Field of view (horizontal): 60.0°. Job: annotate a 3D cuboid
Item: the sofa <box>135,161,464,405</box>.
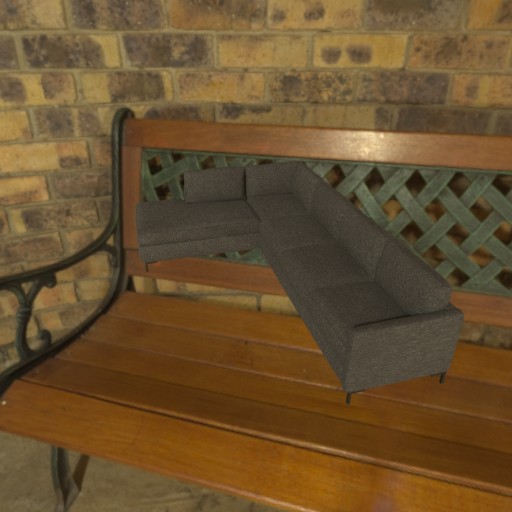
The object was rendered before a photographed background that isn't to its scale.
[{"bbox_3d":[0.000,0.000,3.924,2.007,0.815,2.949,-8,30,-13],"label":"sofa"}]
